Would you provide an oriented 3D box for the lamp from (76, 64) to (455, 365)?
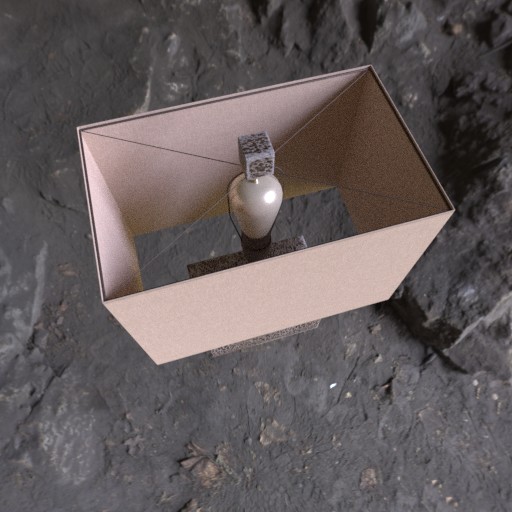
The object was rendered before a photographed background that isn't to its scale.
[{"bbox_3d":[0.000,0.000,0.548,0.294,0.411,0.180,-15,65,-7],"label":"lamp"}]
